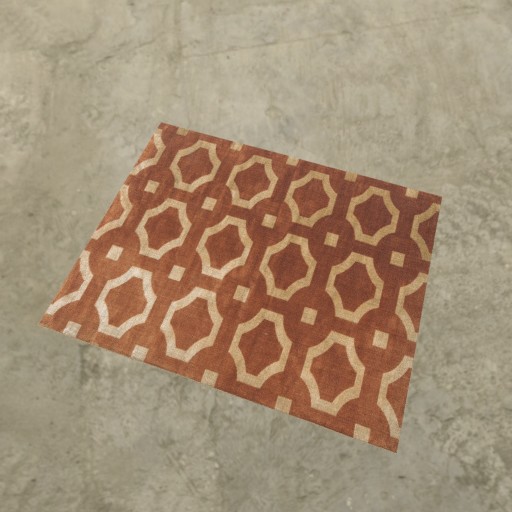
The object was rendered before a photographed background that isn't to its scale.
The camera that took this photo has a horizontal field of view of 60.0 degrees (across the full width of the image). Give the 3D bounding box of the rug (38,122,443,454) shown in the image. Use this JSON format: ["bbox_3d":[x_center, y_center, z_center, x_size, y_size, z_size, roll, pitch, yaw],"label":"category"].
[{"bbox_3d":[0.000,0.000,4.053,3.049,0.021,2.466,17,63,9],"label":"rug"}]
